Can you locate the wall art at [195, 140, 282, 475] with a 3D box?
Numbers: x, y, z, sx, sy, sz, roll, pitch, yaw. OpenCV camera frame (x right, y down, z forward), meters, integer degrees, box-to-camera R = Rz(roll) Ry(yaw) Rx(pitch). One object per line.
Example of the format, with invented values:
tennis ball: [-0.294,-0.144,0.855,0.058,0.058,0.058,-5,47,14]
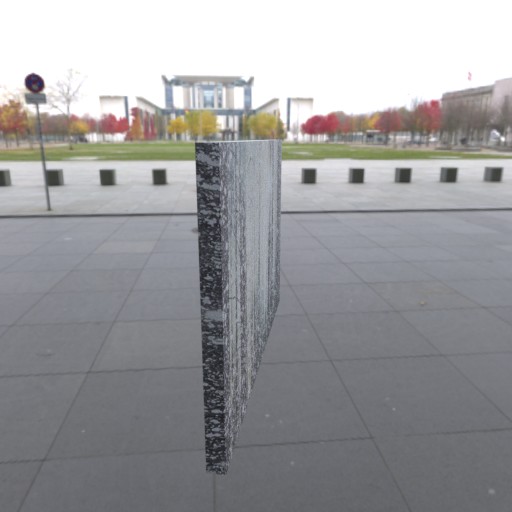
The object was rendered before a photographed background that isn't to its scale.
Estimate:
wall art: [0.000,0.000,1.186,0.038,0.598,0.919,2,15,9]
